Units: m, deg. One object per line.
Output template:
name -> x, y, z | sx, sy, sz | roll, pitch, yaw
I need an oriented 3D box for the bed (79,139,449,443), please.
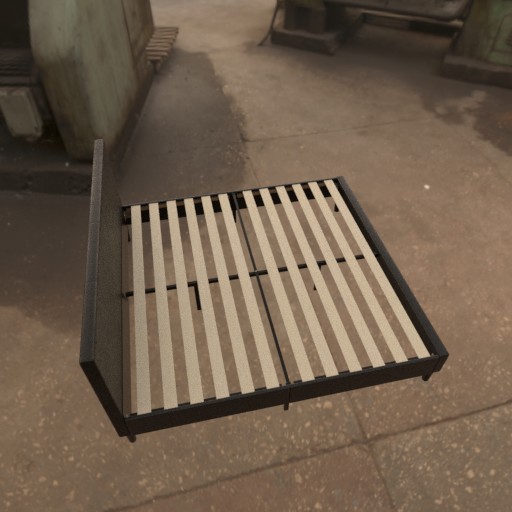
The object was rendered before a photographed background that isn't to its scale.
bed -> 0.000, 0.000, 3.306 | 2.152, 1.046, 2.018 | -9, 47, -8
